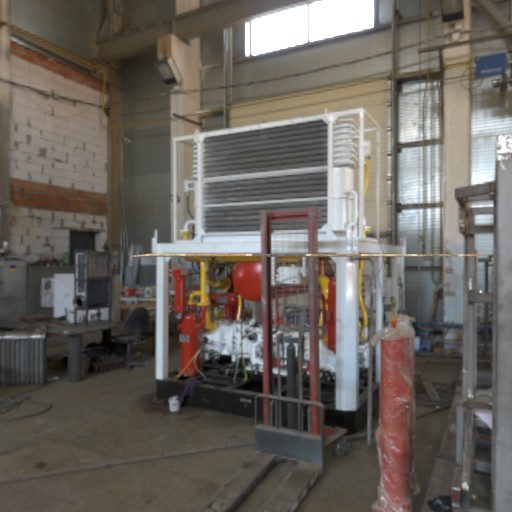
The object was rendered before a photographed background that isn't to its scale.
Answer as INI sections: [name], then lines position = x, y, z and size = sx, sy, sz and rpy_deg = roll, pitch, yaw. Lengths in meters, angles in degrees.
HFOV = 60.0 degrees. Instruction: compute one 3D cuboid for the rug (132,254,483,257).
[rug]
position = 0.000, 0.000, 2.355
size = 1.216, 0.006, 1.828
rpy_deg = 0, 0, -17
